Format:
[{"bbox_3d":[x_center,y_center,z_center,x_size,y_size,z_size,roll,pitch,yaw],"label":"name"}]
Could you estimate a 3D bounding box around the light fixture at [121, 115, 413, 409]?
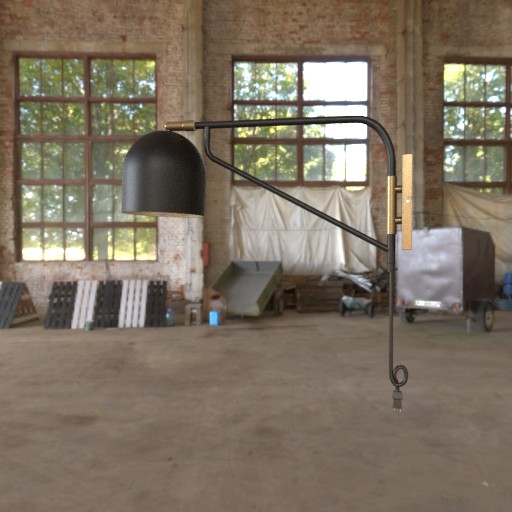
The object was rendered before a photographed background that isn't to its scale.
[{"bbox_3d":[0.000,0.000,1.088,0.720,0.696,0.215,0,1,18],"label":"light fixture"}]
